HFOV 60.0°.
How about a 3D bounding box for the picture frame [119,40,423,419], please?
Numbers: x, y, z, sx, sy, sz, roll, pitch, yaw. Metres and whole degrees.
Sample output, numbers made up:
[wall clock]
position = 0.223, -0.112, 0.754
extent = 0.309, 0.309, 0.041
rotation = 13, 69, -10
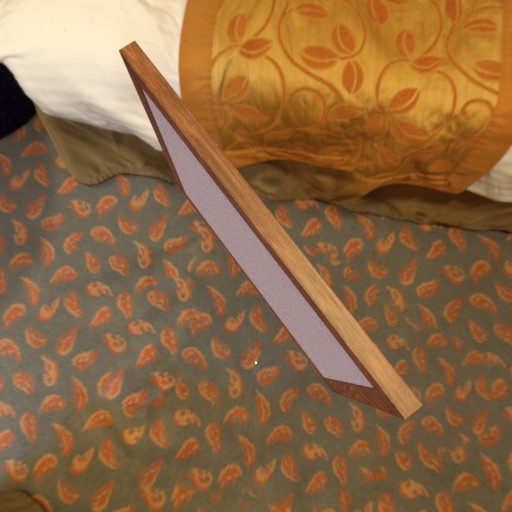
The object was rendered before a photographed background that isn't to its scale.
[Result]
[picture frame]
position = 0.000, 0.000, 0.741
extent = 0.025, 0.457, 0.559
rotation = -36, 79, -8
